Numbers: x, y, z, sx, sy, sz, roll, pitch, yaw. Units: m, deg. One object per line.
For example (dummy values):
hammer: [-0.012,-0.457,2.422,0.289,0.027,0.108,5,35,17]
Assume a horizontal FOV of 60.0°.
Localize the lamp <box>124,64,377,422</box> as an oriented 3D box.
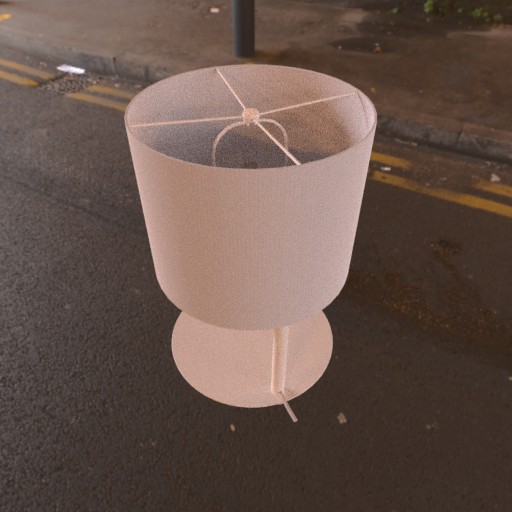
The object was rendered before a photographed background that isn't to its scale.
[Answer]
lamp: [0.000,0.000,0.673,0.299,0.454,0.341,-14,43,-15]
